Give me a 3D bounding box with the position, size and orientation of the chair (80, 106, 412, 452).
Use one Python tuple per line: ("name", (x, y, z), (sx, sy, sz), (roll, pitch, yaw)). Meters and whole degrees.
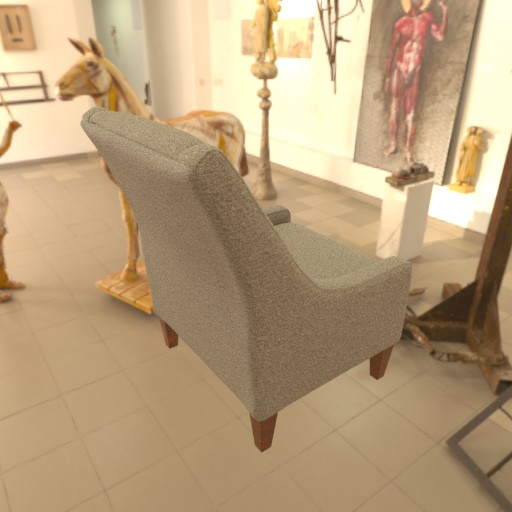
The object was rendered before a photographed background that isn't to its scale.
("chair", (0.000, 0.000, 1.596), (0.870, 1.016, 0.774), (-18, 32, -32))
